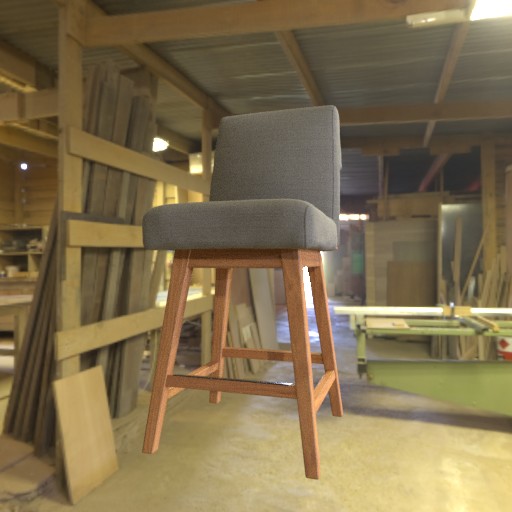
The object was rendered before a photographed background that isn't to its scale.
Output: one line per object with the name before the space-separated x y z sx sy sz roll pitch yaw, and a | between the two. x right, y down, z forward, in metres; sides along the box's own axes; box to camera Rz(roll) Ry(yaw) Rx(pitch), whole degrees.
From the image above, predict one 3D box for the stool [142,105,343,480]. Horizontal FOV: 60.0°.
stool | 0.000 0.000 1.311 0.459 1.019 0.570 0 -1 18
